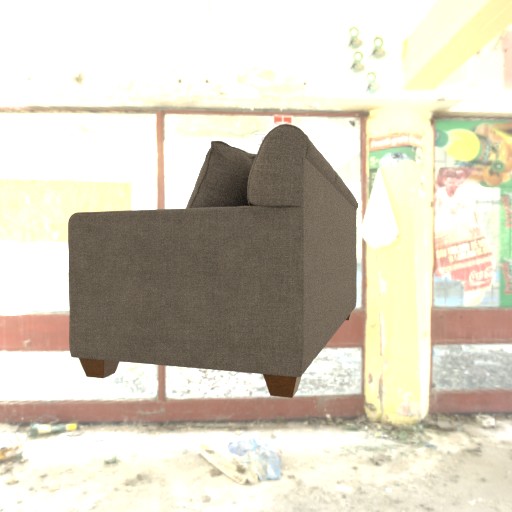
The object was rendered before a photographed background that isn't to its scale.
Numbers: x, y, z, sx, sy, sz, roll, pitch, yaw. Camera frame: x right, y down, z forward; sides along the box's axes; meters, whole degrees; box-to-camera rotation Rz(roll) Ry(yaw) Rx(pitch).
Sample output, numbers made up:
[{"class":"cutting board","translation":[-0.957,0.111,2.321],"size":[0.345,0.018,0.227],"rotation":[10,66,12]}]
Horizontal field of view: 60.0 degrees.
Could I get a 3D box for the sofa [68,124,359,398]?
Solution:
[{"class":"sofa","translation":[0.000,0.000,2.552],"size":[0.997,0.958,2.024],"rotation":[0,0,18]}]
